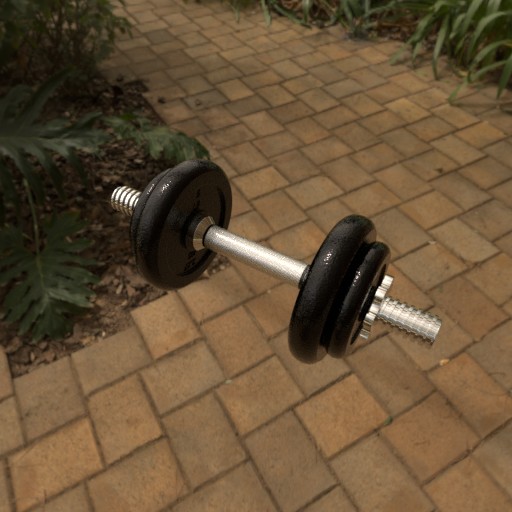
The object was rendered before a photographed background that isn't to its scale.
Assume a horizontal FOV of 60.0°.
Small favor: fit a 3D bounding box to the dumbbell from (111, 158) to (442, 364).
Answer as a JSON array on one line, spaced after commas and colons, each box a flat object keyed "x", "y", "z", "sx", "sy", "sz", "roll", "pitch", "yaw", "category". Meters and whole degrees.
[{"x": 0.000, "y": 0.000, "z": 0.611, "sx": 0.497, "sy": 0.202, "sz": 0.202, "roll": 23, "pitch": 51, "yaw": 21, "category": "dumbbell"}]
